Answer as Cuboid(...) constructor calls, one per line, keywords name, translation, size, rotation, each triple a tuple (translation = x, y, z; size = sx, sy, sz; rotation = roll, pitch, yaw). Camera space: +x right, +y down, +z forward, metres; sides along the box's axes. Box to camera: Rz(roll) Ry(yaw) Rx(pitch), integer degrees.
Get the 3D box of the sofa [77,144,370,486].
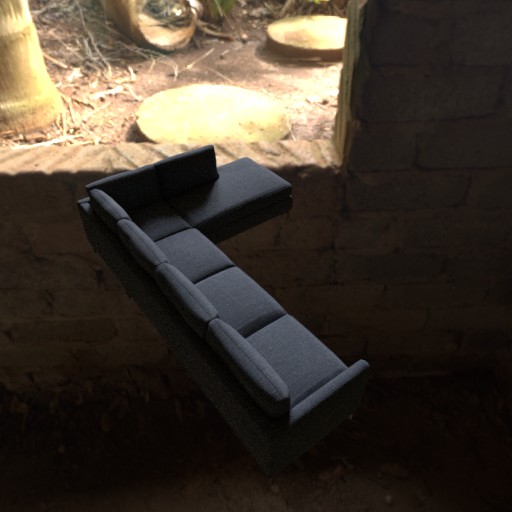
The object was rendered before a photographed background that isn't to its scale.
Cuboid(name="sofa", translation=(0.000, 0.000, 3.822), size=(2.007, 0.815, 2.949), rotation=(-26, 47, -27))
